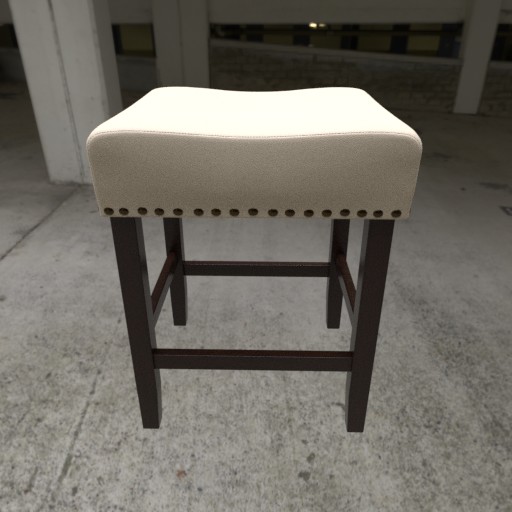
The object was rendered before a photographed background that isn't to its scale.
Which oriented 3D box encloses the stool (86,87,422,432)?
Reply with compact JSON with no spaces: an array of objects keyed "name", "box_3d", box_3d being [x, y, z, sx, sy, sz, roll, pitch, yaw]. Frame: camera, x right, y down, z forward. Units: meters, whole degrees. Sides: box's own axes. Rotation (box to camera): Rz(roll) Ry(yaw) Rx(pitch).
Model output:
[{"name":"stool","box_3d":[0.000,0.000,0.913,0.471,0.609,0.401,1,29,1]}]
